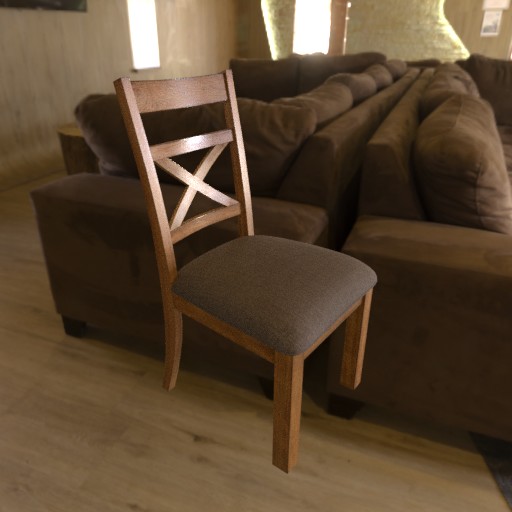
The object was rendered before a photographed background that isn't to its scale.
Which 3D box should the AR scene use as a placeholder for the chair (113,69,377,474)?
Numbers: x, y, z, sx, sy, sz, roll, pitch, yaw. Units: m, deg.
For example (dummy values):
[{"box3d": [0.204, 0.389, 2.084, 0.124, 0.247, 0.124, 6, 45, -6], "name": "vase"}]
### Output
[{"box3d": [0.000, 0.000, 1.266, 0.581, 0.949, 0.470, 18, 32, 33], "name": "chair"}]
